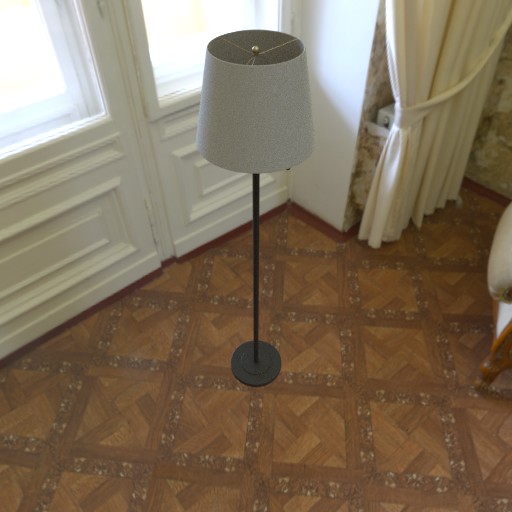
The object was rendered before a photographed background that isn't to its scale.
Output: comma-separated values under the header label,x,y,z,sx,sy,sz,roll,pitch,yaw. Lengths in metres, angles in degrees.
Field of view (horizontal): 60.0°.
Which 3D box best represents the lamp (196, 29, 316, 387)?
label,x,y,z,sx,sy,sz,roll,pitch,yaw
lamp,0.000,0.000,1.624,0.348,1.473,0.348,3,45,3
